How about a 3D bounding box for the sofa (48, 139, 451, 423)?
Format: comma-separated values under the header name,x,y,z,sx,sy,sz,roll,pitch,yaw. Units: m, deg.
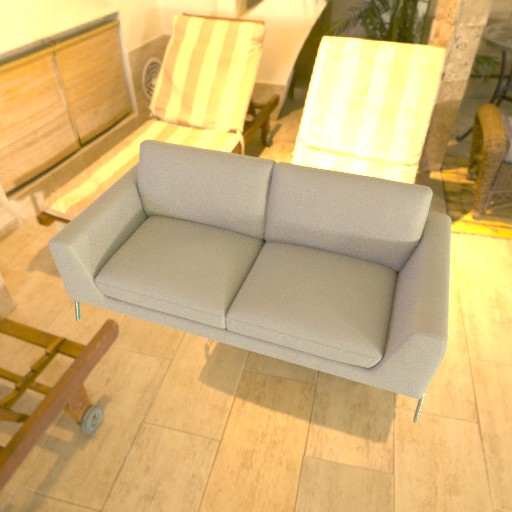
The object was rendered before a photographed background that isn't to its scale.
name,x,y,z,sx,sy,sz,roll,pitch,yaw
sofa,0.000,0.000,2.502,2.017,0.875,0.953,13,42,15
